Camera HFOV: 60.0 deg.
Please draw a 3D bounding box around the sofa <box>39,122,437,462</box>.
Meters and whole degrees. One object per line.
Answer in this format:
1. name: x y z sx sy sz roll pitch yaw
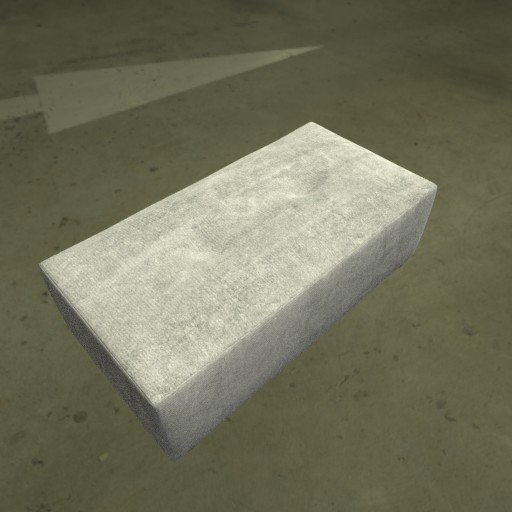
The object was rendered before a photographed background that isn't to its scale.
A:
1. sofa: 0.000 0.000 1.177 0.930 0.330 0.480 -34 55 -28
